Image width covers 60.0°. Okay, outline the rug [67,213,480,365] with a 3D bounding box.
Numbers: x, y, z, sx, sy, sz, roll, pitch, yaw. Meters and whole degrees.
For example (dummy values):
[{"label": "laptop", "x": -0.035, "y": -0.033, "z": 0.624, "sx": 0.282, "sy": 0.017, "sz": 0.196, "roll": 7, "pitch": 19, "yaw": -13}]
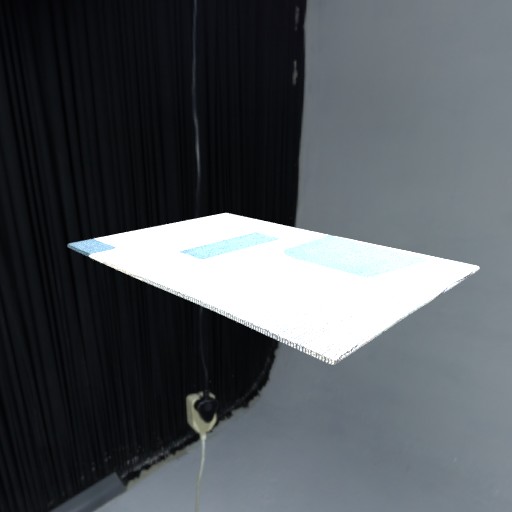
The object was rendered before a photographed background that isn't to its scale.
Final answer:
[{"label": "rug", "x": 0.000, "y": 0.000, "z": 2.354, "sx": 1.847, "sy": 0.020, "sz": 1.238, "roll": 16, "pitch": 23, "yaw": 42}]
